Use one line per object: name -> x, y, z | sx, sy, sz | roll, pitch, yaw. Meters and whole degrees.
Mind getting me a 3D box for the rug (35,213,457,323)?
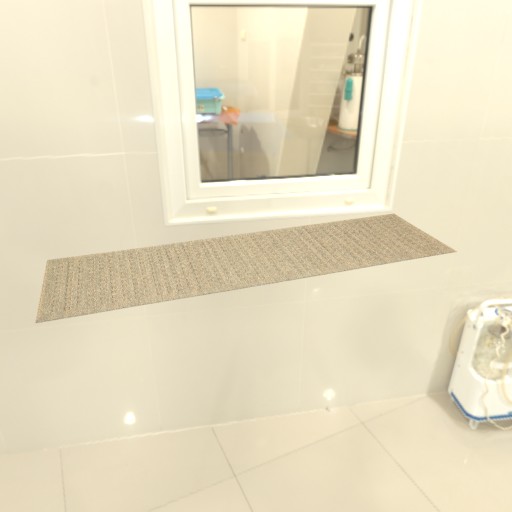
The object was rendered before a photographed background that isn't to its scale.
rug -> 0.000, 0.000, 2.735 | 2.437, 0.005, 0.688 | -9, 28, -16
